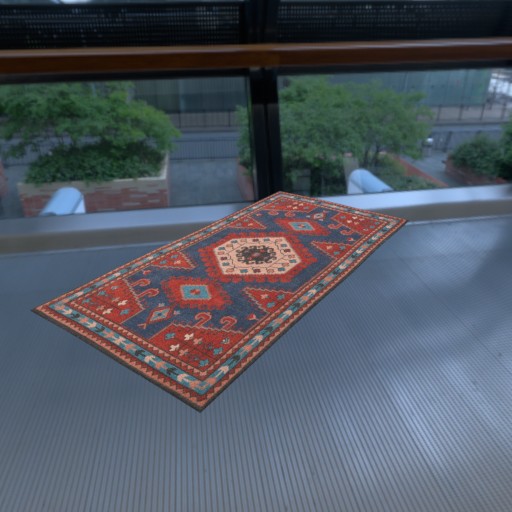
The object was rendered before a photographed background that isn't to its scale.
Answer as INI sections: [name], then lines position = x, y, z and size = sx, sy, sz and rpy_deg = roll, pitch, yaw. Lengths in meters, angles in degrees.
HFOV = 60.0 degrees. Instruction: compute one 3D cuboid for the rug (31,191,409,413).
[rug]
position = 0.000, 0.000, 3.648
size = 1.522, 0.034, 3.032
rpy_deg = 18, 32, 31
